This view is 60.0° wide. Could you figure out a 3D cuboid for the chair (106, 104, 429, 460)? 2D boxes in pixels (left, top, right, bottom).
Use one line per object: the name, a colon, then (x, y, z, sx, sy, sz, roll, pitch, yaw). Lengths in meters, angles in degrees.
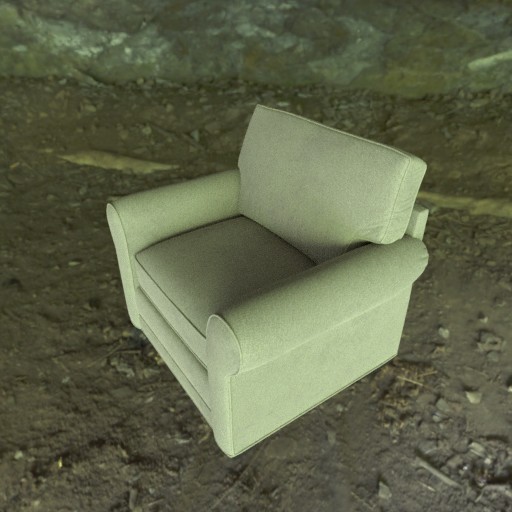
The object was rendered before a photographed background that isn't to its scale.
chair: (0.000, 0.000, 1.926, 0.939, 1.044, 1.147, -20, 38, -29)
